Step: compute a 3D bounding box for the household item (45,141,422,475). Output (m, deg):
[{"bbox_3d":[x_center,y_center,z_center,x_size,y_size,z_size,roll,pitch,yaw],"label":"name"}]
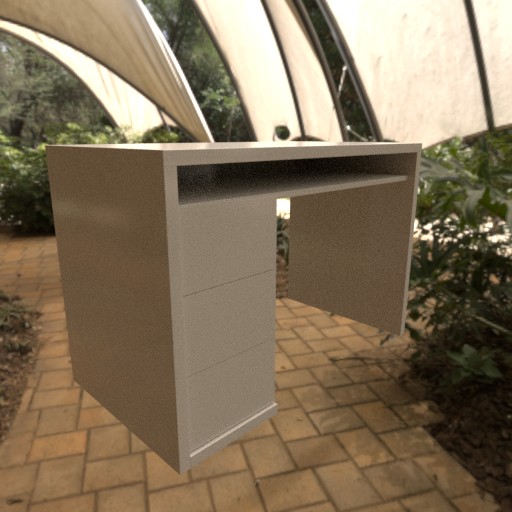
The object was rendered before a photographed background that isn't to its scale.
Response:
[{"bbox_3d":[0.000,0.000,1.527,1.100,0.749,0.597,-15,21,-43],"label":"household item"}]
